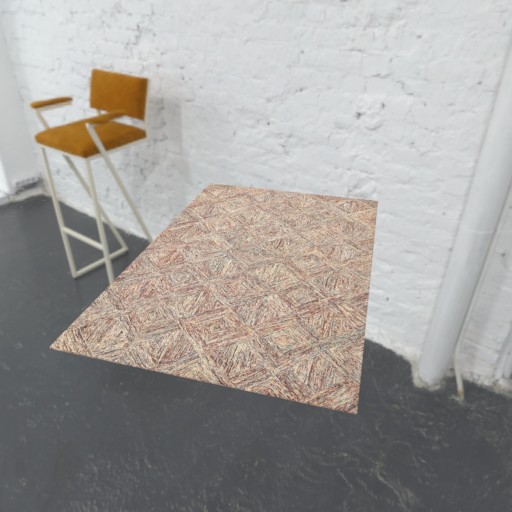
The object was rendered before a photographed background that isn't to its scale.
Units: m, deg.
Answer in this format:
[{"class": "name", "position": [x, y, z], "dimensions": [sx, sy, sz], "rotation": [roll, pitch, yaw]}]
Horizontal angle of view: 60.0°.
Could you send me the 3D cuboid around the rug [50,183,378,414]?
[{"class": "rug", "position": [0.000, 0.000, 2.999], "dimensions": [1.523, 0.019, 2.285], "rotation": [8, 32, 13]}]
